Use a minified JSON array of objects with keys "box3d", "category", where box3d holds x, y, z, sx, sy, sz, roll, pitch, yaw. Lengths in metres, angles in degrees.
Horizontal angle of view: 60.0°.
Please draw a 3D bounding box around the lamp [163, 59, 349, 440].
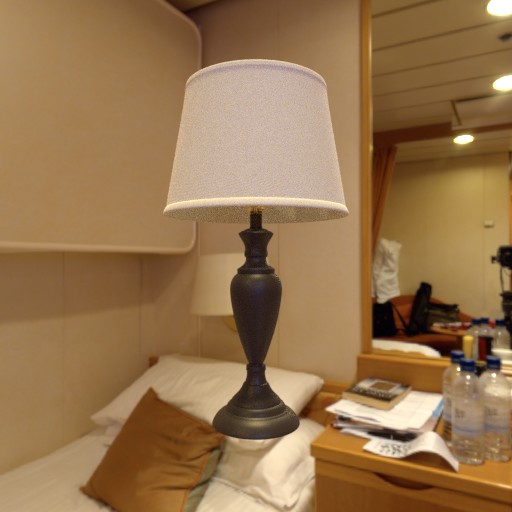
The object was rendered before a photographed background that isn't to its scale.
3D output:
[{"box3d":[0.000,0.000,0.816,0.335,0.611,0.335,0,0,0],"category":"lamp"}]
